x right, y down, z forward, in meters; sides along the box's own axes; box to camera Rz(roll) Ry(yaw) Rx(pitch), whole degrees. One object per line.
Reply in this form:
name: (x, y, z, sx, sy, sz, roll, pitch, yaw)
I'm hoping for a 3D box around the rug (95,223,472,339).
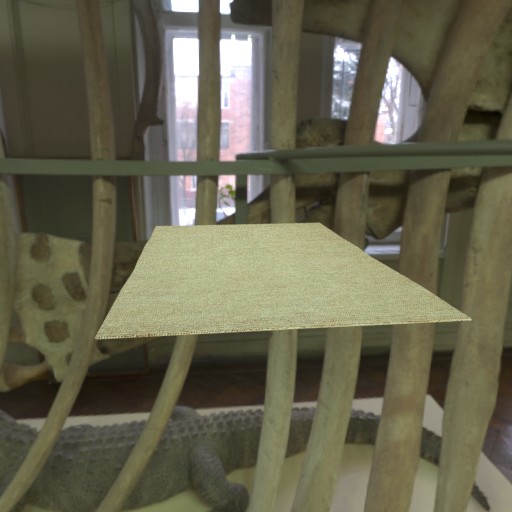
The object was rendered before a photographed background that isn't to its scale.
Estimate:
rug: (0.000, 0.000, 2.936, 1.533, 0.011, 2.439, -2, 14, -7)
